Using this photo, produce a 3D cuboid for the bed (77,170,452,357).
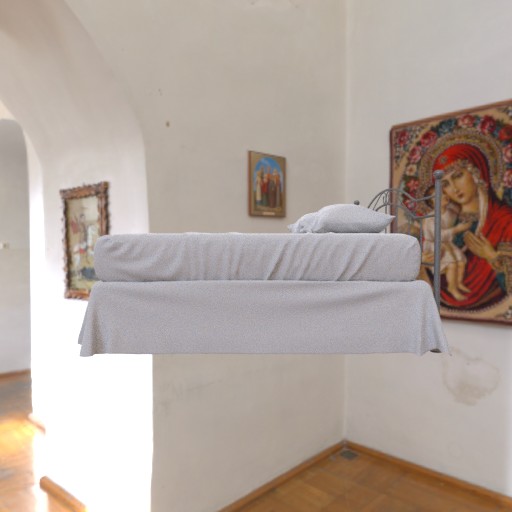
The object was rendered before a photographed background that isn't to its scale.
[{"bbox_3d":[0.000,0.000,3.576,2.220,1.080,2.309,0,2,-1],"label":"bed"}]
